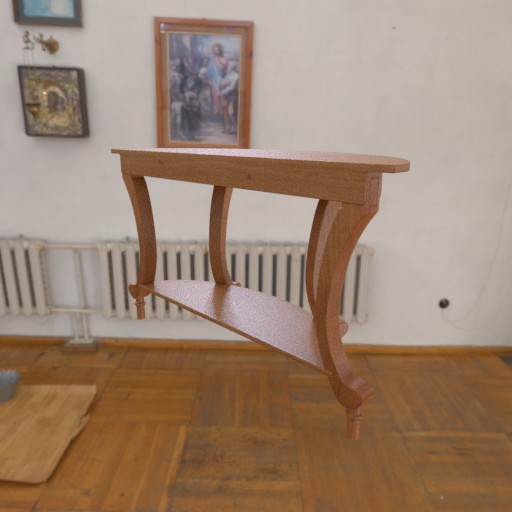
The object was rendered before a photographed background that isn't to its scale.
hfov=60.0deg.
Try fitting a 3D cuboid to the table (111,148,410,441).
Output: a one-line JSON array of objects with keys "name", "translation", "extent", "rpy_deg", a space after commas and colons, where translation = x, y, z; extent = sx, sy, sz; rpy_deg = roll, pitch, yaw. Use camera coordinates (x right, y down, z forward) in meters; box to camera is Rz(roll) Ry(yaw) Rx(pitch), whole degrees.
[{"name": "table", "translation": [0.000, 0.000, 1.518], "extent": [0.394, 0.692, 1.198], "rpy_deg": [-15, 21, -42]}]
